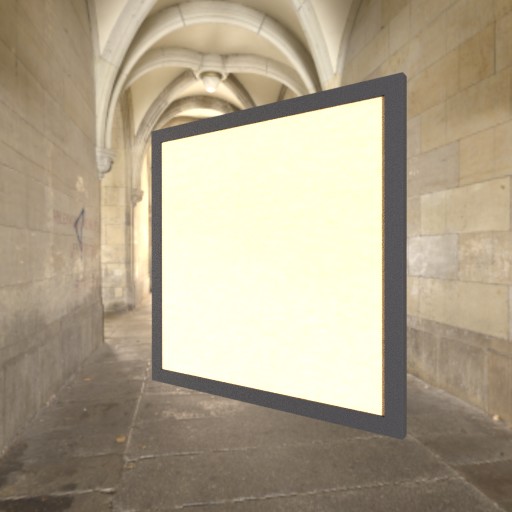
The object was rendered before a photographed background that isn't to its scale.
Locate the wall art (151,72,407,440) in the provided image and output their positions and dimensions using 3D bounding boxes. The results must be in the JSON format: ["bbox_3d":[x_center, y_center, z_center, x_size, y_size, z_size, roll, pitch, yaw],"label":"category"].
[{"bbox_3d":[0.000,0.000,0.536,0.356,0.356,0.013,0,0,35],"label":"wall art"}]
